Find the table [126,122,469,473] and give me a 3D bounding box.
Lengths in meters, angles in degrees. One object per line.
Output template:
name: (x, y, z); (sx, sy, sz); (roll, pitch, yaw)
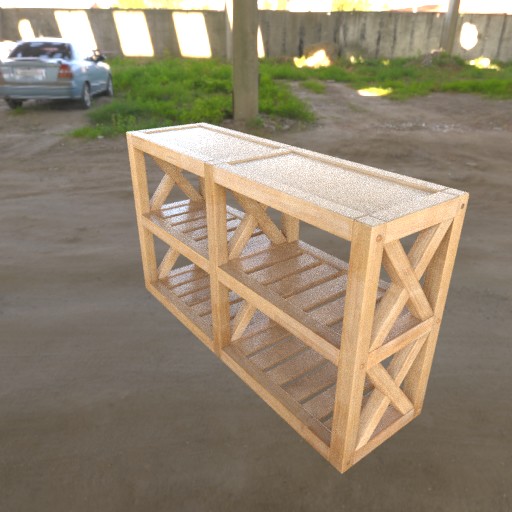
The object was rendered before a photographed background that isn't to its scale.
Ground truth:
table: (0.000, 0.000, 1.665); (0.381, 0.762, 1.320); (-19, 32, -33)
